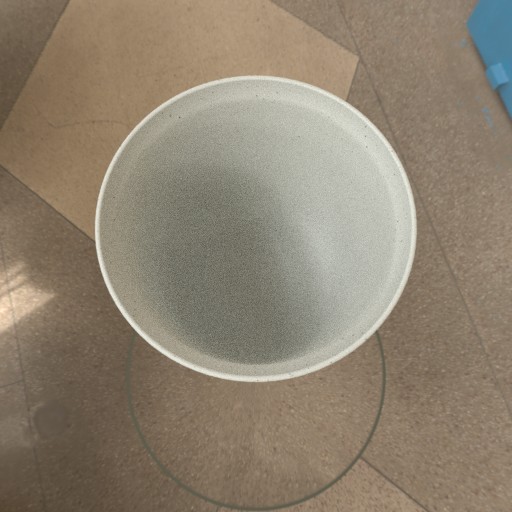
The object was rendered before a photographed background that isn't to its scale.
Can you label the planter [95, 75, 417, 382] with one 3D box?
[{"bbox_3d":[0.000,0.000,0.384,0.204,0.214,0.204,0,76,0],"label":"planter"}]
